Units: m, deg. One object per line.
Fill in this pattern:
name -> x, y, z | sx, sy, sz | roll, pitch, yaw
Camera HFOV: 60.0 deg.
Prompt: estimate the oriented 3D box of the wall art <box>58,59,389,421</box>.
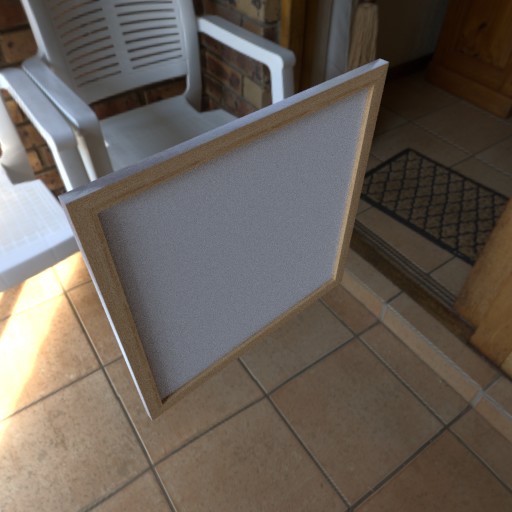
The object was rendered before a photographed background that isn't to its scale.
wall art -> 0.000, 0.000, 1.106 | 0.762, 0.762, 0.027 | -32, 54, -27
